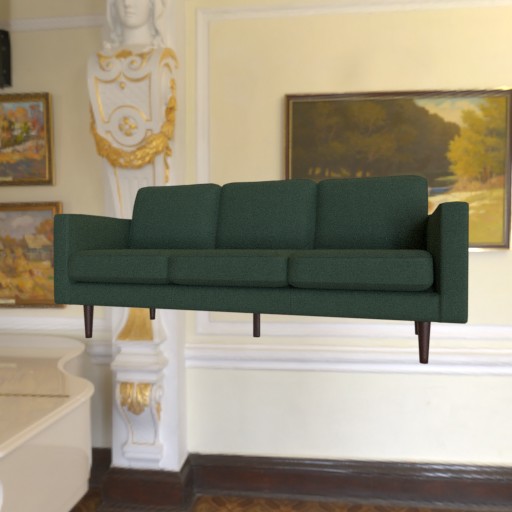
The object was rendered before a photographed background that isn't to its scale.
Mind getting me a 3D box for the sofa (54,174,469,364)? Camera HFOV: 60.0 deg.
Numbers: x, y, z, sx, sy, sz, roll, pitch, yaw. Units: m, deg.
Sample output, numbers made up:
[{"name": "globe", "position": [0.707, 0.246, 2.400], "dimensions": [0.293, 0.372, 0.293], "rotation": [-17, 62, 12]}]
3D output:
[{"name": "sofa", "position": [0.000, 0.000, 2.439], "dimensions": [2.029, 0.899, 0.879], "rotation": [0, 1, 18]}]
